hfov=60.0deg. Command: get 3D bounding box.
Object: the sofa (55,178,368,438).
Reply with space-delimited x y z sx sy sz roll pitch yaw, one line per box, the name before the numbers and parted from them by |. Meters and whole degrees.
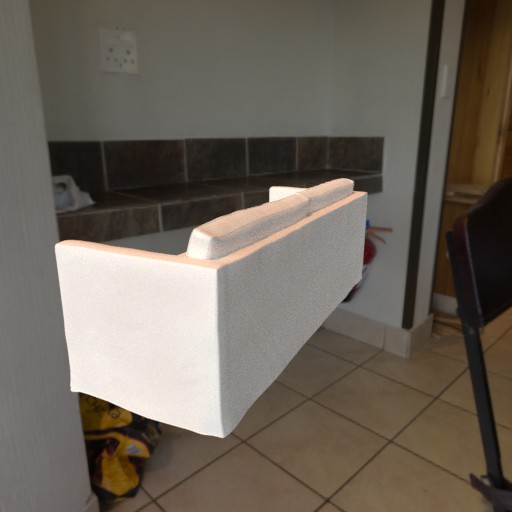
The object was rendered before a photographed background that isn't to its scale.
sofa | 0.000 0.000 3.344 1.036 0.999 2.779 8 18 26
